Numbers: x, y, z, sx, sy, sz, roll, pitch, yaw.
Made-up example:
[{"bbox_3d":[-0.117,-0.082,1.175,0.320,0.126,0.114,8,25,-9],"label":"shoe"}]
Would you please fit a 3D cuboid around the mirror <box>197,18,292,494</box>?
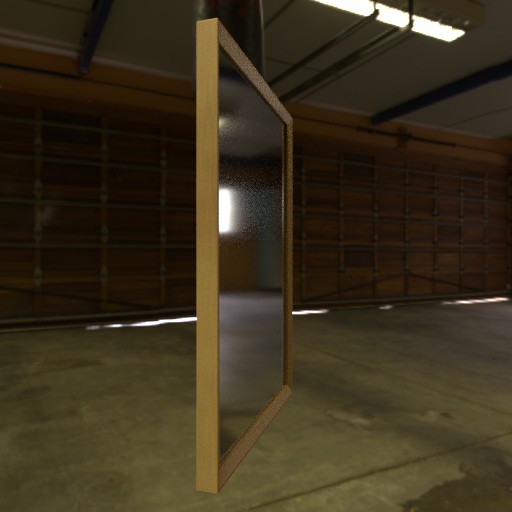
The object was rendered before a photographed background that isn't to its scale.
[{"bbox_3d":[0.000,0.000,0.908,0.039,0.710,0.507,0,0,17],"label":"mirror"}]
